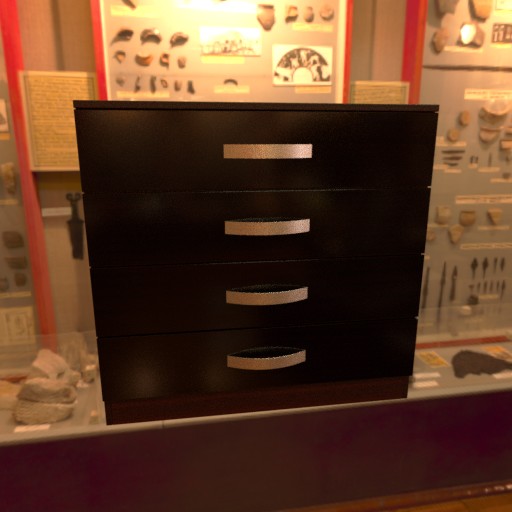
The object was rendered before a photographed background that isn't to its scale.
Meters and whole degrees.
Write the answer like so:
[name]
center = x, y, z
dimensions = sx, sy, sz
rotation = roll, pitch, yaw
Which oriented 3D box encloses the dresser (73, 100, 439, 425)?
[dresser]
center = 0.000, 0.000, 1.131
dimensions = 0.750, 0.720, 0.360
rotation = -2, 15, -8
